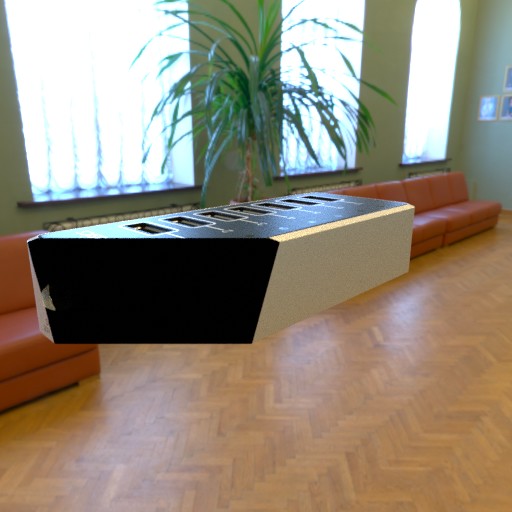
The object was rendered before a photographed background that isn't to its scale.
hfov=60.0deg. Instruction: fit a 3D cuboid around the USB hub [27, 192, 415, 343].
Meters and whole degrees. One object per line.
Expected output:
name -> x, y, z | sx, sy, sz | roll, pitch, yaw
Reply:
USB hub -> 0.000, 0.000, 0.128 | 0.110, 0.023, 0.044 | -15, 22, -43
